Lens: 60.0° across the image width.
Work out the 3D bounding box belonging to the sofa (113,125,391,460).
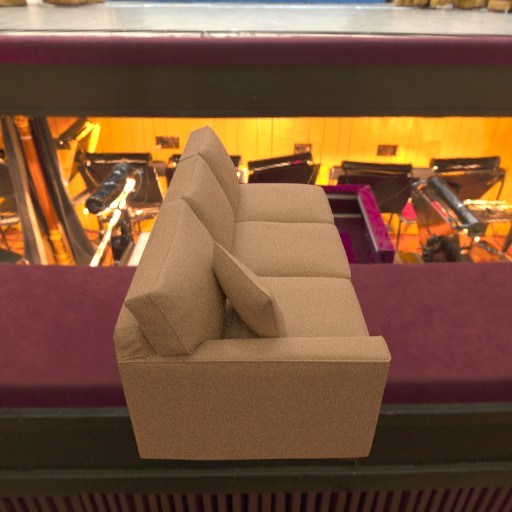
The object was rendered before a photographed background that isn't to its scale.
[{"bbox_3d":[0.000,0.000,2.508,1.034,0.946,1.962,0,32,0],"label":"sofa"}]
